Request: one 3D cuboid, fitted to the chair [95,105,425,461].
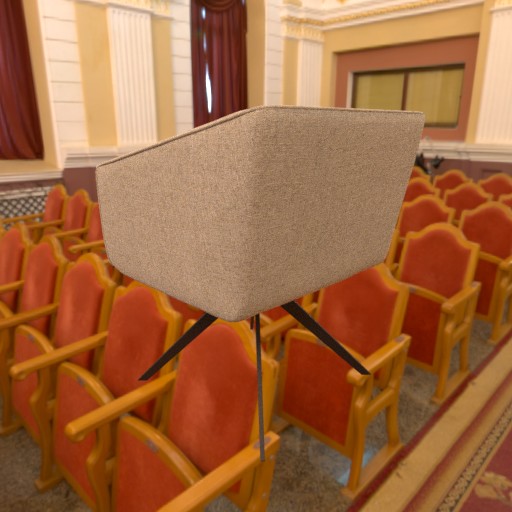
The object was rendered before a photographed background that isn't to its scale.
[{"bbox_3d":[0.000,0.000,1.229,0.623,0.760,0.628,16,23,43],"label":"chair"}]
